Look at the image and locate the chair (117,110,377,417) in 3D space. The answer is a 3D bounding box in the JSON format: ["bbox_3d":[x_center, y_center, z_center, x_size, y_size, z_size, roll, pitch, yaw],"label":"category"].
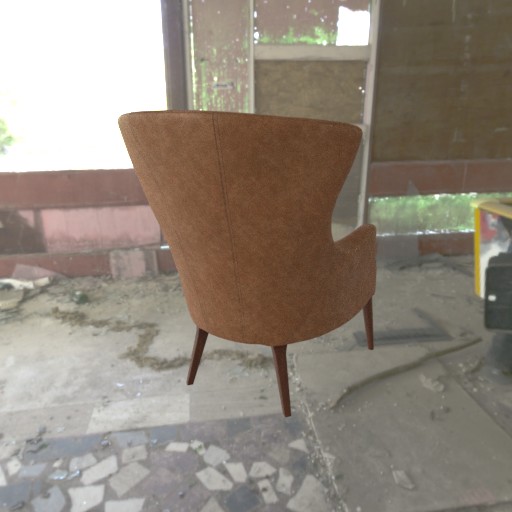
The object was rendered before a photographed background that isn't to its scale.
[{"bbox_3d":[0.000,0.000,1.698,0.846,1.067,0.955,9,21,25],"label":"chair"}]
